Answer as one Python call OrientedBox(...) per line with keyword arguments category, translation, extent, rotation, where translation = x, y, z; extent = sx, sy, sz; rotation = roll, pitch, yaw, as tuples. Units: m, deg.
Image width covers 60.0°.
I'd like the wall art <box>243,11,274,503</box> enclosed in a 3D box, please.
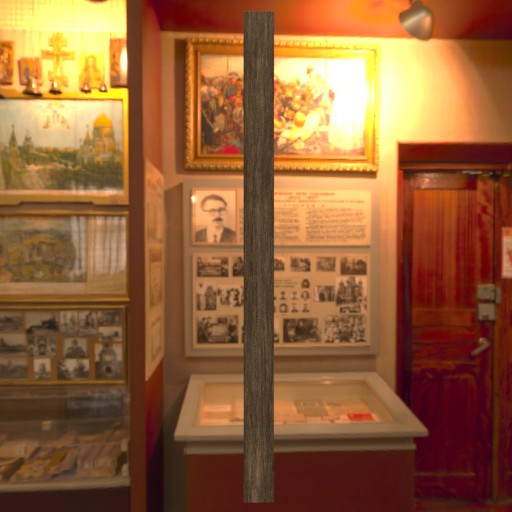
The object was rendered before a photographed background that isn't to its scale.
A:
OrientedBox(category="wall art", translation=(0.000, 0.000, 1.297), extent=(0.063, 1.016, 0.762), rotation=(0, 1, -1))
